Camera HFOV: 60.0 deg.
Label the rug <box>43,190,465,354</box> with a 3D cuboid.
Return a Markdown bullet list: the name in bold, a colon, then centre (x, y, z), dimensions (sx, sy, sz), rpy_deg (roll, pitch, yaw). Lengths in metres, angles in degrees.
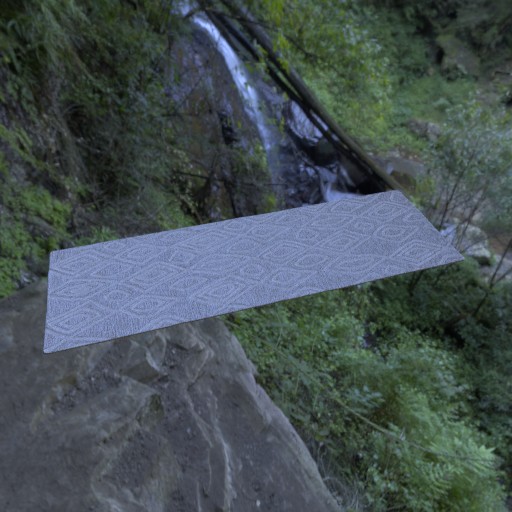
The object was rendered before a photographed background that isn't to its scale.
- **rug**: centre (0.000, 0.000, 2.724), dimensions (2.436, 0.013, 0.807), rpy_deg (-11, 43, -12)
